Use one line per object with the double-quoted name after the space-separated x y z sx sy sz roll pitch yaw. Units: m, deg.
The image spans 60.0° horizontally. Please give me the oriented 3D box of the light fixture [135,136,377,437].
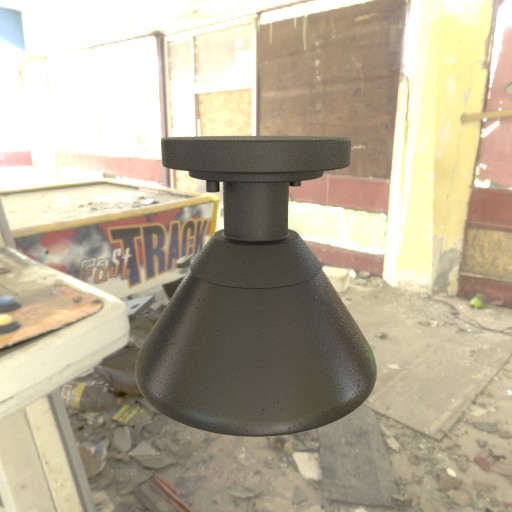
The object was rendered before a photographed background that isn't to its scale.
0.000 0.000 0.355 0.200 0.183 0.200 0 16 0 "light fixture"
